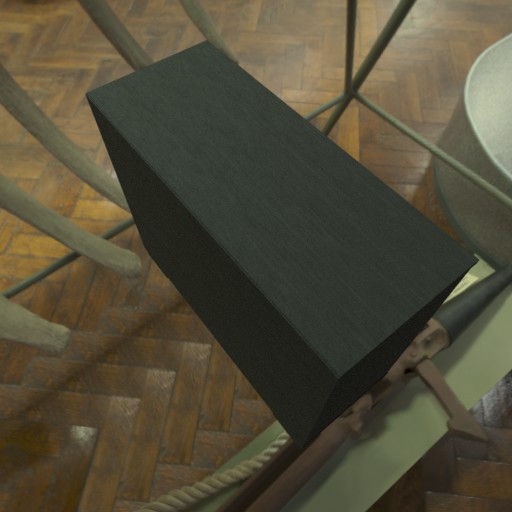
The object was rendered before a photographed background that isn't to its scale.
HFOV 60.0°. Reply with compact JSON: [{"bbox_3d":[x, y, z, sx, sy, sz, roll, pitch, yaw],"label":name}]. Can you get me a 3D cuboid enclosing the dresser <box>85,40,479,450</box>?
[{"bbox_3d":[0.000,0.000,1.408,0.404,0.816,0.994,-34,64,-19],"label":"dresser"}]
